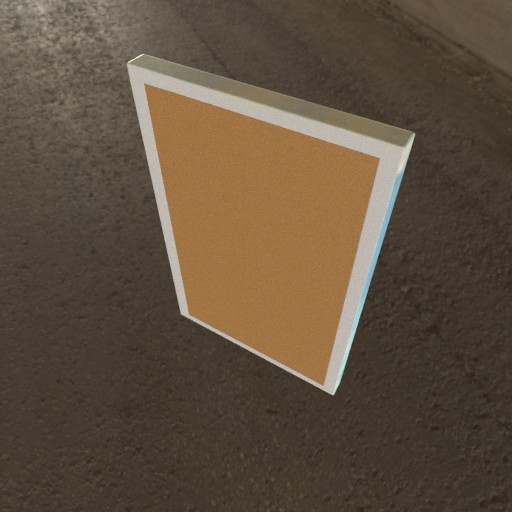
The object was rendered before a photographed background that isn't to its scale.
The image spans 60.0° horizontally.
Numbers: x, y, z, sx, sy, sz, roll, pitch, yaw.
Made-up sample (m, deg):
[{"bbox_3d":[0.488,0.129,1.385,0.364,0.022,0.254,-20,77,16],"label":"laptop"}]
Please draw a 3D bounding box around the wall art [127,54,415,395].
[{"bbox_3d":[0.000,0.000,0.784,0.401,0.610,0.038,24,52,20],"label":"wall art"}]
